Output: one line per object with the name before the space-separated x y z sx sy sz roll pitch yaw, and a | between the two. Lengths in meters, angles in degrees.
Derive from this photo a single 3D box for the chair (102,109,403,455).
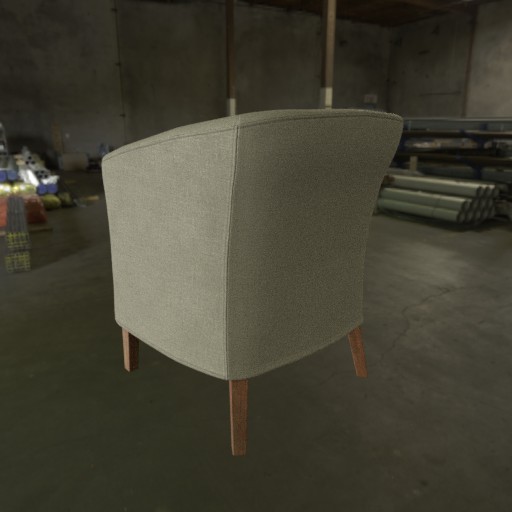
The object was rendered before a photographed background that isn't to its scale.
chair | 0.000 0.000 1.255 0.600 0.771 0.668 -14 21 -41
